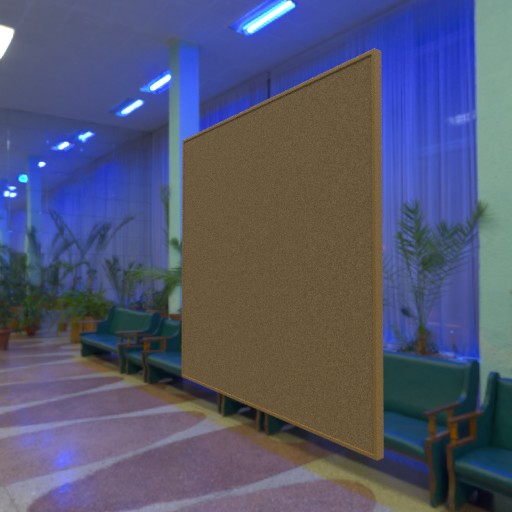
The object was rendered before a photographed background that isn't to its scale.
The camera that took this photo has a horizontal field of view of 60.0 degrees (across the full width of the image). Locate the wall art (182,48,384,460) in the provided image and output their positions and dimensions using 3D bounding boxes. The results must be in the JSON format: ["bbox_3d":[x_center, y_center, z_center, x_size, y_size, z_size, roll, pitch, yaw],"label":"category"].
[{"bbox_3d":[0.000,0.000,0.675,0.013,0.455,0.457,1,-1,-37],"label":"wall art"}]
